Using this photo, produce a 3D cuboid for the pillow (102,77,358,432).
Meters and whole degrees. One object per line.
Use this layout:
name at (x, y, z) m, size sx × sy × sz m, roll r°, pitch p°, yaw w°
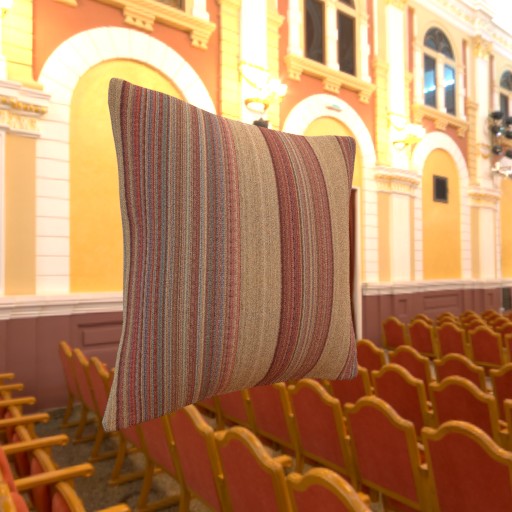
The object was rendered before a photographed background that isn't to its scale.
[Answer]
pillow at (0.000, 0.000, 0.643) m, size 0.437 × 0.419 × 0.136 m, roll 1°, pitch -2°, yaw -37°
